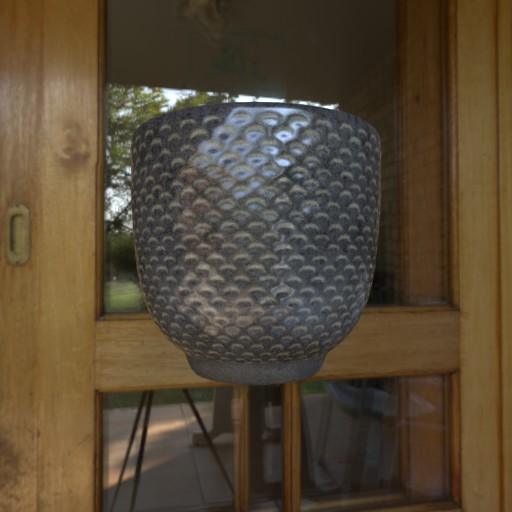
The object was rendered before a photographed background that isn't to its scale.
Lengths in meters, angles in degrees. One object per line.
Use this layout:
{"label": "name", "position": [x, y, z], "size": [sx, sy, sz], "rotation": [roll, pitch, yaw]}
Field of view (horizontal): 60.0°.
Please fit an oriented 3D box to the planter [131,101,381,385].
{"label": "planter", "position": [0.000, 0.000, 0.315], "size": [0.172, 0.160, 0.172], "rotation": [0, -1, 0]}
